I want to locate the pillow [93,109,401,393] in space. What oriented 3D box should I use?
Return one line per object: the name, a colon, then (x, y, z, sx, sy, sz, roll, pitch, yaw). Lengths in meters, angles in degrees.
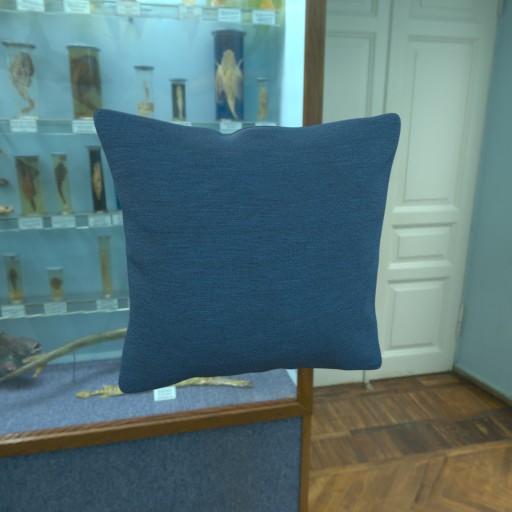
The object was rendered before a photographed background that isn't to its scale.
pillow: (0.000, 0.000, 0.672, 0.437, 0.420, 0.177, -3, 15, -10)
